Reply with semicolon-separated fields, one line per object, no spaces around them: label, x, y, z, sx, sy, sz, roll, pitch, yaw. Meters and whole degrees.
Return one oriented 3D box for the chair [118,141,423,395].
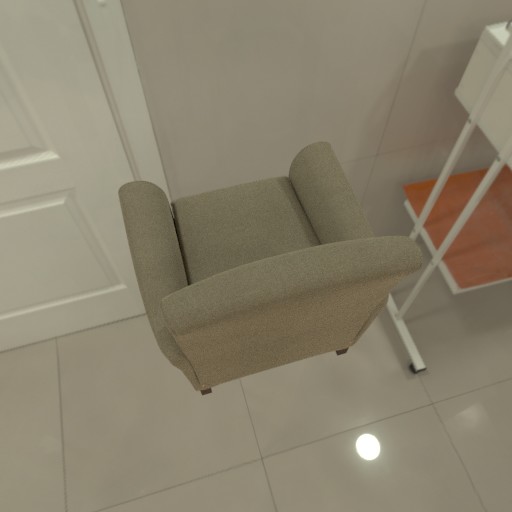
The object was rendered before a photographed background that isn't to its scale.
chair;0.000;0.000;1.806;0.978;1.061;0.905;-14;59;-9
